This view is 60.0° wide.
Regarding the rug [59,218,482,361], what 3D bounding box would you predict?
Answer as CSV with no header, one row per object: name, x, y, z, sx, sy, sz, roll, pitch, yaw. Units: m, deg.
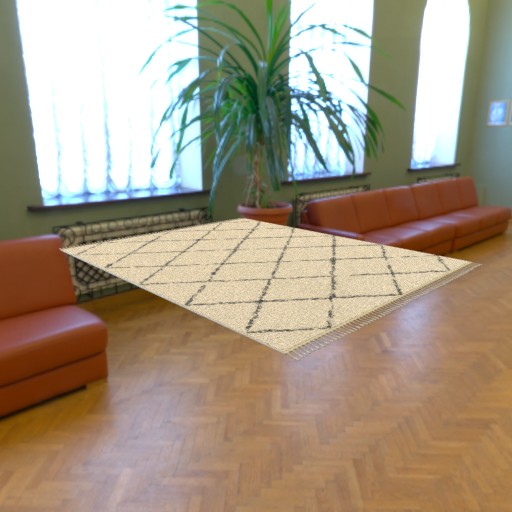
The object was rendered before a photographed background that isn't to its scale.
rug,0.000,0.000,4.006,2.380,0.013,3.051,-14,21,-42
